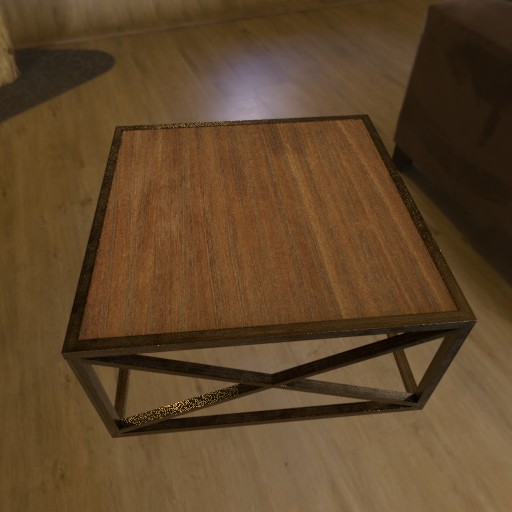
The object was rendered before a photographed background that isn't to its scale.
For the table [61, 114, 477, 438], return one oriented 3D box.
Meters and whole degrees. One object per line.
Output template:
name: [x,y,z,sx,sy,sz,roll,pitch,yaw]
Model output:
table: [0.000,0.000,1.425,0.899,0.451,0.909,-4,46,-4]
